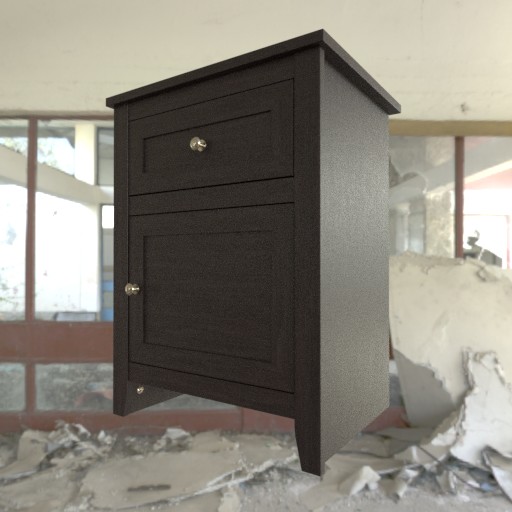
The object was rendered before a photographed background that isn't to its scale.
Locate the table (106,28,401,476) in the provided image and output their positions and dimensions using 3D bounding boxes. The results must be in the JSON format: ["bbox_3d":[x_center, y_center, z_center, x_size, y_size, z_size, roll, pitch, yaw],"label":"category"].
[{"bbox_3d":[0.000,0.000,0.908,0.480,0.635,0.381,0,-1,34],"label":"table"}]
